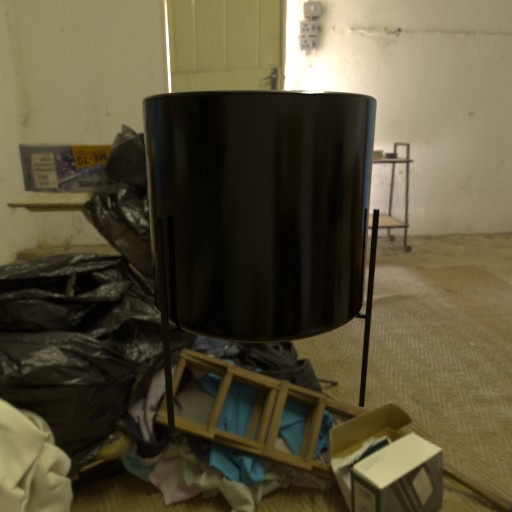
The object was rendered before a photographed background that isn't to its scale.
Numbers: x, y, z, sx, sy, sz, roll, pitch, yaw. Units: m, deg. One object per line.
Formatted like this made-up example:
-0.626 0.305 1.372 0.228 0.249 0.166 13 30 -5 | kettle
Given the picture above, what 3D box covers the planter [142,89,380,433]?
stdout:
0.000 0.000 0.644 0.310 0.432 0.310 -8 18 -26 | planter
